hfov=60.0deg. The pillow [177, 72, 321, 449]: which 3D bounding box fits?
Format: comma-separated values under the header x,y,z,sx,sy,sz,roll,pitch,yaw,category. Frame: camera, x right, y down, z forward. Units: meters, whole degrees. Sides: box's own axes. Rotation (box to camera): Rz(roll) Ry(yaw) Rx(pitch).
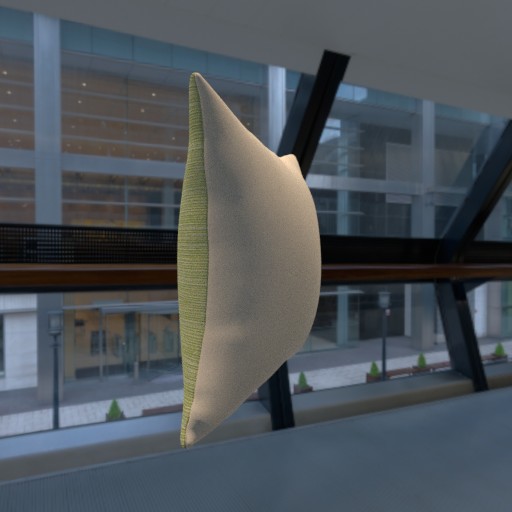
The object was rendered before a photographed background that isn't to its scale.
x,y,z,sx,sy,sz,roll,pitch,yaw,category
0.000,0.000,0.819,0.229,0.487,0.560,0,1,18,pillow
